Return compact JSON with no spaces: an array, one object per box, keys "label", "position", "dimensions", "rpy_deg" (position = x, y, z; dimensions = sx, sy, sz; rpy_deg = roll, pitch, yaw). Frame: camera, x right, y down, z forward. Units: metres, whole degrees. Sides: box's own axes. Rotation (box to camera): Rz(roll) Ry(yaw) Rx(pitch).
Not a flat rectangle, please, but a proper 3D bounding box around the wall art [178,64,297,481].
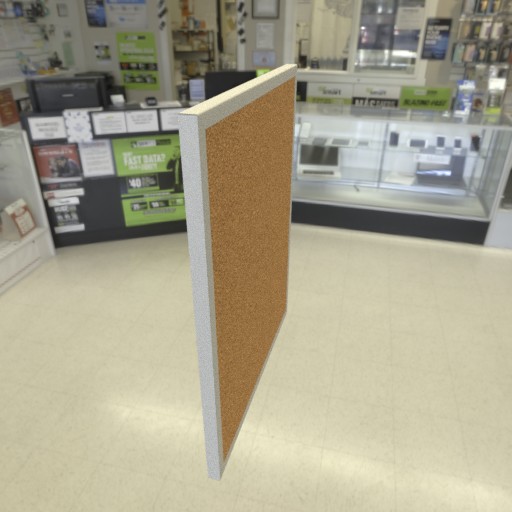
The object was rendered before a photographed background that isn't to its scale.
[{"label":"wall art","position":[0.000,0.000,0.725],"dimensions":[0.020,0.536,0.444],"rpy_deg":[8,30,14]}]
